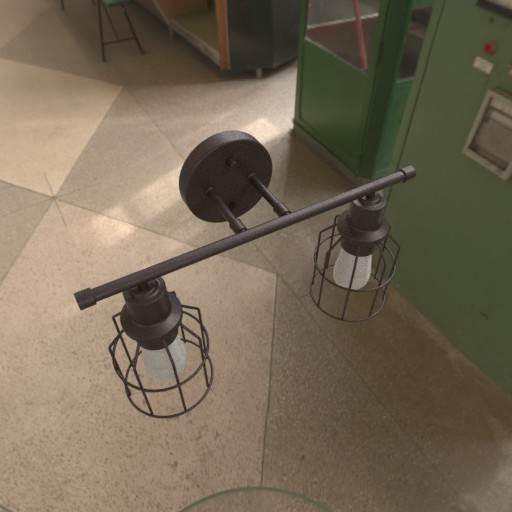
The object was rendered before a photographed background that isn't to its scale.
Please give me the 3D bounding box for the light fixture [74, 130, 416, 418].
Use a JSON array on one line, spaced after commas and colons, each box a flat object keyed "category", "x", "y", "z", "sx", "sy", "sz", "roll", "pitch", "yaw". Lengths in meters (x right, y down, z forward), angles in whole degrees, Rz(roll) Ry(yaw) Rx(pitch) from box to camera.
[{"category": "light fixture", "x": 0.000, "y": 0.000, "z": 0.541, "sx": 0.406, "sy": 0.254, "sz": 0.165, "roll": -22, "pitch": 51, "yaw": -20}]
